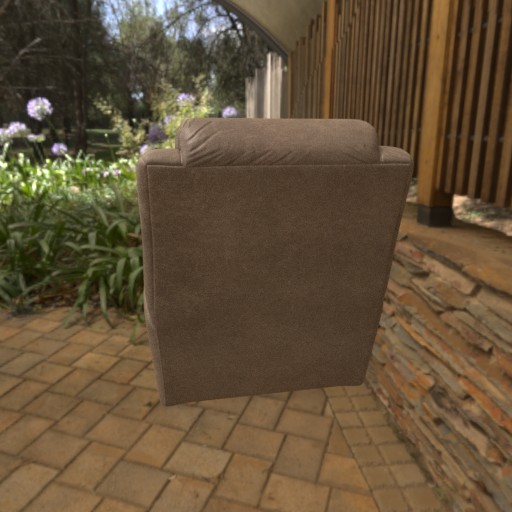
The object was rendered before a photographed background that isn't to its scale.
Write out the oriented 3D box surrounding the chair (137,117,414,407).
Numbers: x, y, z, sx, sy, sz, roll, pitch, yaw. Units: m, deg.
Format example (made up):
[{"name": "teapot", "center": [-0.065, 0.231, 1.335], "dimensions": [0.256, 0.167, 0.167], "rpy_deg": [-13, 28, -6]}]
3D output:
[{"name": "chair", "center": [0.000, 0.000, 1.938], "dimensions": [0.967, 1.116, 1.068], "rpy_deg": [-3, 15, -11]}]
